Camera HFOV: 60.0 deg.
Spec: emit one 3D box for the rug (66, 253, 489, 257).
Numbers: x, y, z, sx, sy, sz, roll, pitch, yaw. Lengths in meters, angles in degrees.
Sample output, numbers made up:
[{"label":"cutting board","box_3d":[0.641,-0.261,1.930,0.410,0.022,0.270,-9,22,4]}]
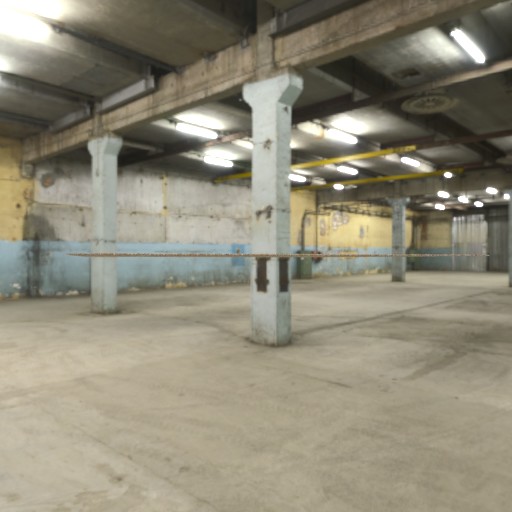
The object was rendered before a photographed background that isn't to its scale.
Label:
[{"label":"rug","box_3d":[0.000,0.000,3.936,2.939,0.009,2.313,0,0,-18]}]
